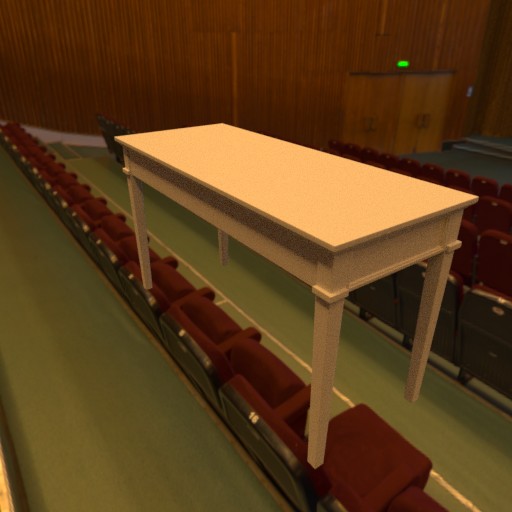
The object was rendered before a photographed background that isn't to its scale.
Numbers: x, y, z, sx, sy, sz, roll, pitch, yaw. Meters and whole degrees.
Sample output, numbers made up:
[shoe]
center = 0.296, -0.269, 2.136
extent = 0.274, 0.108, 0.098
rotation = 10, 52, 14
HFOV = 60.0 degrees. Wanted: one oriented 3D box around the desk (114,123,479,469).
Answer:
[desk]
center = 0.000, 0.000, 1.771
extent = 0.559, 0.774, 1.372
rotation = -18, 32, -31
